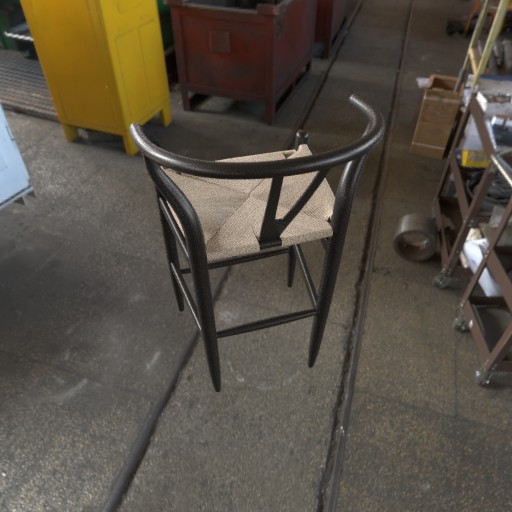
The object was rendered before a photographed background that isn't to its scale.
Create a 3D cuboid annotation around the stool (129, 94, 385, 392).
[{"bbox_3d":[0.000,0.000,1.317,0.569,0.970,0.579,-11,44,-12],"label":"stool"}]
